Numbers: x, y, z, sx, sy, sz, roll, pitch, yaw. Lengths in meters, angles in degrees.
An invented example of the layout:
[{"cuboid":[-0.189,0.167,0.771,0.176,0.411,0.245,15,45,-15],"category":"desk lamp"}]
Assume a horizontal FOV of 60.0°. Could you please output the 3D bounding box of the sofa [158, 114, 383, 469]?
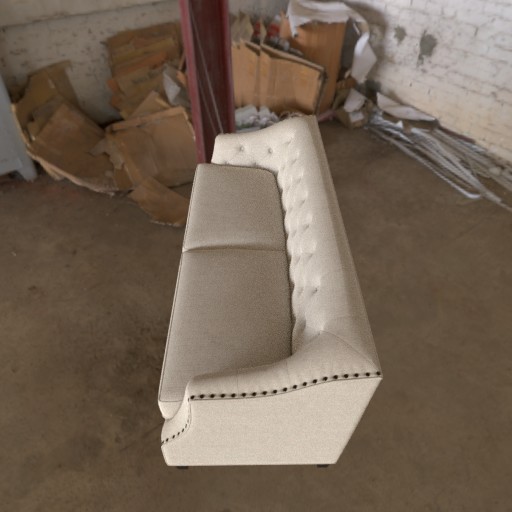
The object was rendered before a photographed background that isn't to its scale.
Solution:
[{"cuboid":[0.000,0.000,2.710,0.914,0.901,2.235,0,42,-1],"category":"sofa"}]
